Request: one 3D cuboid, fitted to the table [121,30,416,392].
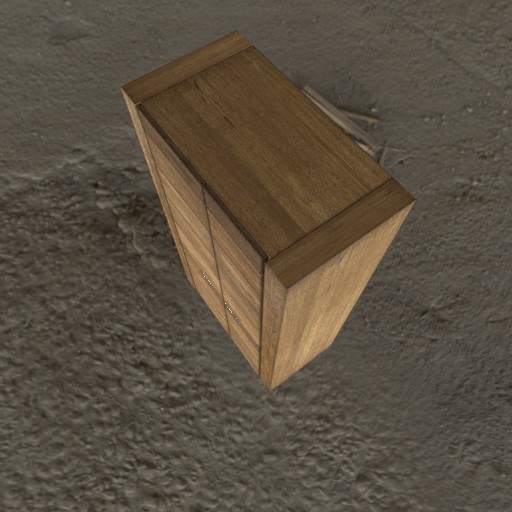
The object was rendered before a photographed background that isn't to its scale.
[{"bbox_3d":[0.000,0.000,2.578,0.600,2.000,1.100,-33,69,-15],"label":"table"}]
